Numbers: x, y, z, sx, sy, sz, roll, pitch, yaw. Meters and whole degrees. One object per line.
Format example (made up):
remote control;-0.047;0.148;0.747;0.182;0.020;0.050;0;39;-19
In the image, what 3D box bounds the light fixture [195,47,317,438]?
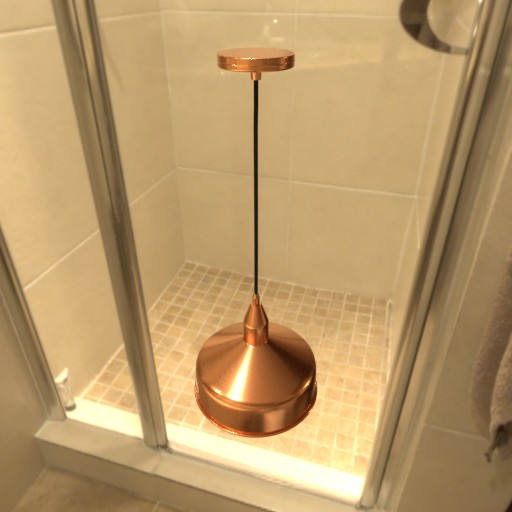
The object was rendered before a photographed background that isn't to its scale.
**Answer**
light fixture;0.000;0.000;0.896;0.301;0.754;0.301;-11;34;-17
